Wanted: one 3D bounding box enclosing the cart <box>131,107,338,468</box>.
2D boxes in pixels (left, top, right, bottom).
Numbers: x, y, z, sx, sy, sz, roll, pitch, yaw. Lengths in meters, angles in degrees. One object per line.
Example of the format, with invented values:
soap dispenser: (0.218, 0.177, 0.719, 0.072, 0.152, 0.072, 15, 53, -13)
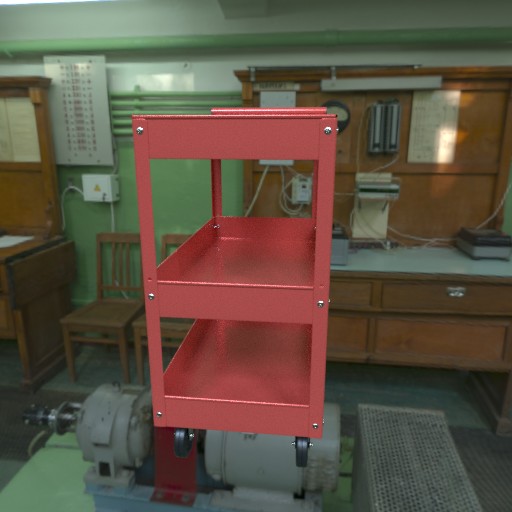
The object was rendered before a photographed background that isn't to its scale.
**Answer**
cart: (0.000, 0.000, 1.173, 0.366, 0.780, 0.719, 2, 16, 6)
